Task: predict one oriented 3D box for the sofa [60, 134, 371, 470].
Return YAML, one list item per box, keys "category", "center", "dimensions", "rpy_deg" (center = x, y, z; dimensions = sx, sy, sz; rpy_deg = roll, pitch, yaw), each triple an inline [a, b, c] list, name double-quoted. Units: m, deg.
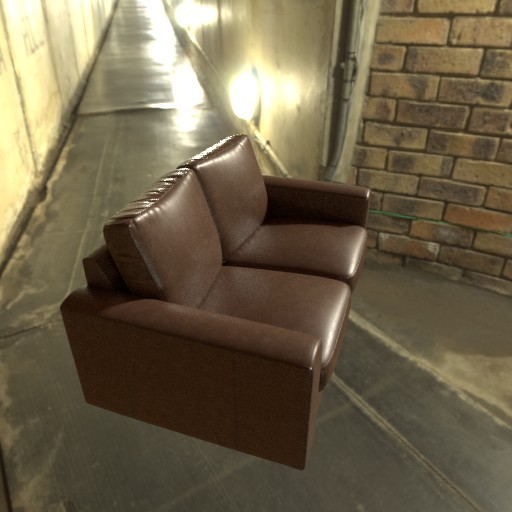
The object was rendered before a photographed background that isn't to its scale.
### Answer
- category: "sofa"
  center: [0.000, 0.000, 2.234]
  dimensions: [1.016, 0.873, 1.616]
  rpy_deg: [10, 32, 16]
